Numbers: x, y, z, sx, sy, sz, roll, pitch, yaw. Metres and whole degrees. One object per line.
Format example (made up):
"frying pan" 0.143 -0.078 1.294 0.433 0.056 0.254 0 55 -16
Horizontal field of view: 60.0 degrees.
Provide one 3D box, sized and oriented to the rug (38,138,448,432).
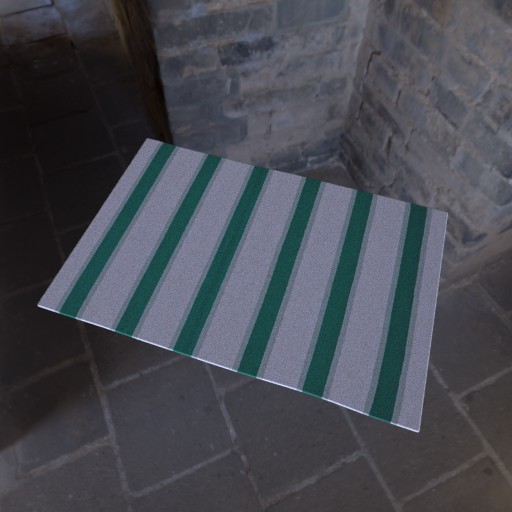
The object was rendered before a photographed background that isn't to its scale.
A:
"rug" 0.000 0.000 2.297 1.829 0.012 1.210 16 59 10
